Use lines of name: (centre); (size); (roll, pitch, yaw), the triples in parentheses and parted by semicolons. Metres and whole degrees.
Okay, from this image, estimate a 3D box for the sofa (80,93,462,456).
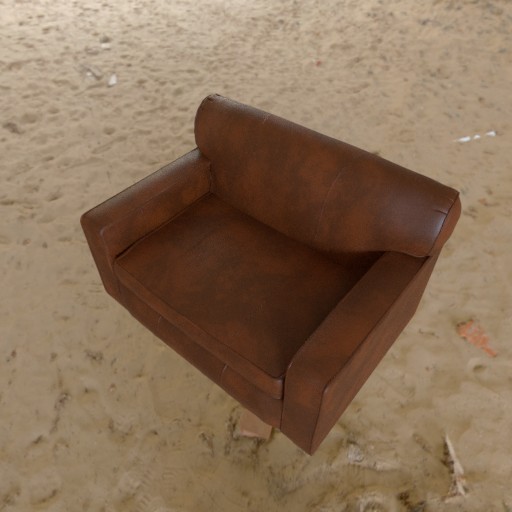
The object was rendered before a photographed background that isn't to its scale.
sofa: (0.000, 0.000, 2.103); (1.413, 0.956, 1.000); (31, 53, 27)
